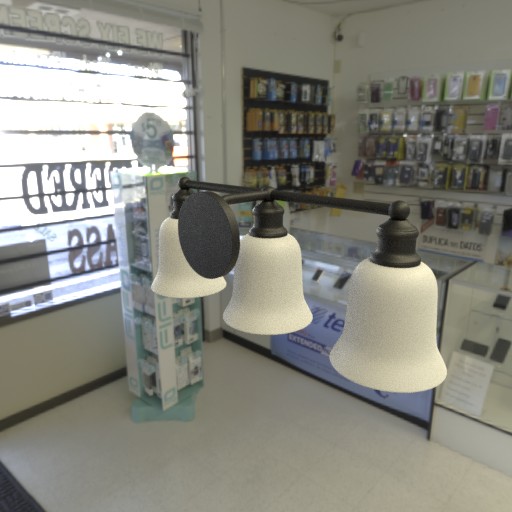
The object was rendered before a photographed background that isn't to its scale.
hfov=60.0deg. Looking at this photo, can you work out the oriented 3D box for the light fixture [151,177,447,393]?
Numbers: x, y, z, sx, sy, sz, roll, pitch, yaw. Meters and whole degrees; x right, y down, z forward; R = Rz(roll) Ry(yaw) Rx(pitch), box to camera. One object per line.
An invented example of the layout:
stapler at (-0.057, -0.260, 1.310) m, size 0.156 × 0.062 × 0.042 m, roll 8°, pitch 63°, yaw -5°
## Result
light fixture at (0.000, 0.000, 0.673) m, size 0.198 × 0.211 × 0.570 m, roll -15°, pitch 21°, yaw -43°
